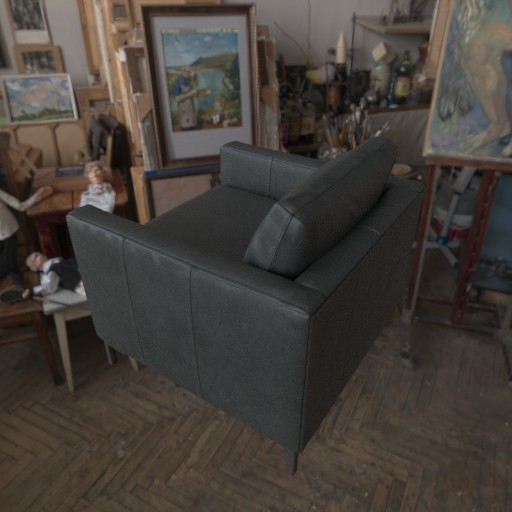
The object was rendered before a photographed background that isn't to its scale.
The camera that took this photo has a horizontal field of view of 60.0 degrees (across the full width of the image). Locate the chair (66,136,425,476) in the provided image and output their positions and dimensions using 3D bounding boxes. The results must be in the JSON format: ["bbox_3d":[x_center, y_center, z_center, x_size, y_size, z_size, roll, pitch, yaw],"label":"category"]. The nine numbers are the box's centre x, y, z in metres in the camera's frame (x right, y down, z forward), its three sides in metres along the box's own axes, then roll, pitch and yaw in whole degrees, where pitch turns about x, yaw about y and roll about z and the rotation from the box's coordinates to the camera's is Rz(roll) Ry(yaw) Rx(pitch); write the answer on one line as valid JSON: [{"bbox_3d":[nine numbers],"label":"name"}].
[{"bbox_3d":[0.000,0.000,1.523,0.861,0.824,0.967,20,37,28],"label":"chair"}]
